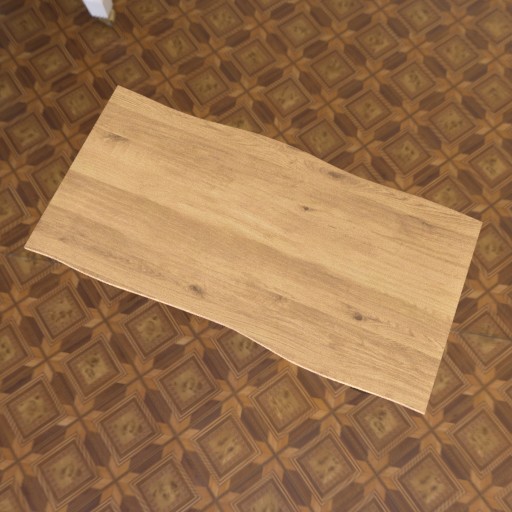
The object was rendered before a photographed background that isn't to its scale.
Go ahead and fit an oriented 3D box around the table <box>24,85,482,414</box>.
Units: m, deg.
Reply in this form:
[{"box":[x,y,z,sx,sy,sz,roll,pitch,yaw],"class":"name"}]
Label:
[{"box":[0.000,0.000,2.293,1.800,0.780,0.900,22,76,6],"class":"table"}]
